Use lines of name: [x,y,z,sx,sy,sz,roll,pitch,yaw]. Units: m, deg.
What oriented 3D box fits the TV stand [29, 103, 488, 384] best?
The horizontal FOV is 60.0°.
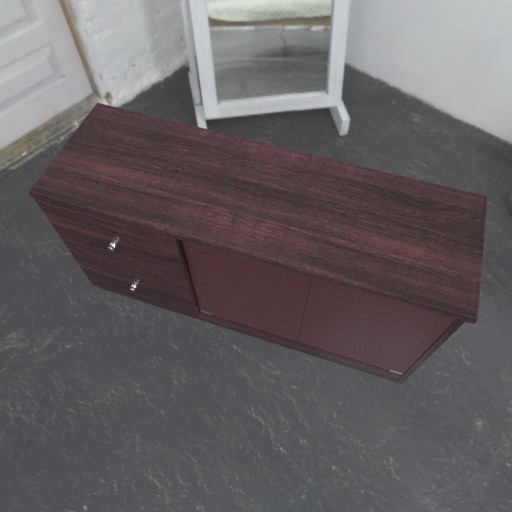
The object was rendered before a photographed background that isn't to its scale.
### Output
TV stand: [0.000,0.000,1.464,1.192,0.614,0.404,16,60,9]
